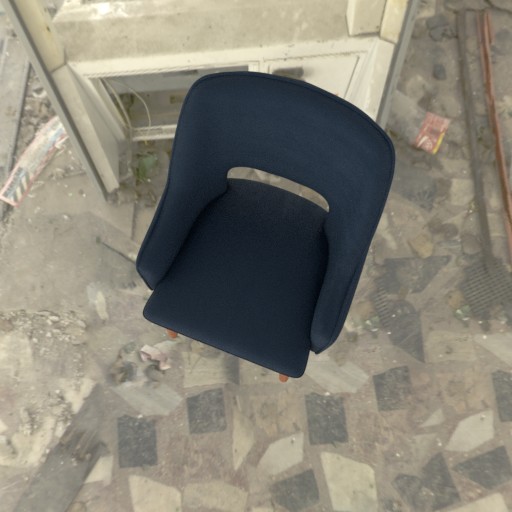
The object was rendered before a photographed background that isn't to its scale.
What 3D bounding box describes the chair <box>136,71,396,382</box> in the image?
[{"bbox_3d":[0.000,0.000,1.246,0.559,0.844,0.591,20,77,5],"label":"chair"}]
